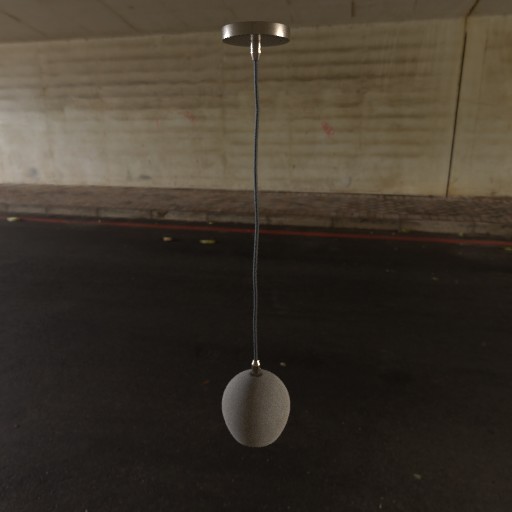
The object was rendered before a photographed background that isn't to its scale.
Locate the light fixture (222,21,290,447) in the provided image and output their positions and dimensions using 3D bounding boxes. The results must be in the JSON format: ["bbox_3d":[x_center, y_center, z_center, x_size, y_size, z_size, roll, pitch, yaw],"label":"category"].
[{"bbox_3d":[0.000,0.000,0.822,0.139,0.764,0.139,15,22,42],"label":"light fixture"}]
